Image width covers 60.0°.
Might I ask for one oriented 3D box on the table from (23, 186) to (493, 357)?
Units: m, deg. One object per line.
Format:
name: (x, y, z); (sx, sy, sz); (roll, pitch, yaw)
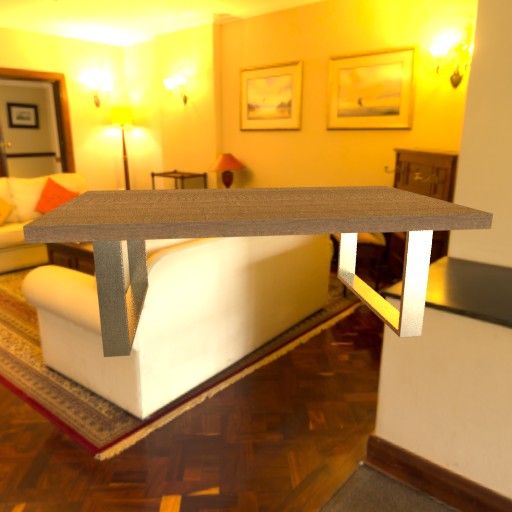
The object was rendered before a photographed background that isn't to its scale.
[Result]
table: (0.000, 0.000, 1.743); (1.400, 0.440, 0.800); (-2, 15, -8)
